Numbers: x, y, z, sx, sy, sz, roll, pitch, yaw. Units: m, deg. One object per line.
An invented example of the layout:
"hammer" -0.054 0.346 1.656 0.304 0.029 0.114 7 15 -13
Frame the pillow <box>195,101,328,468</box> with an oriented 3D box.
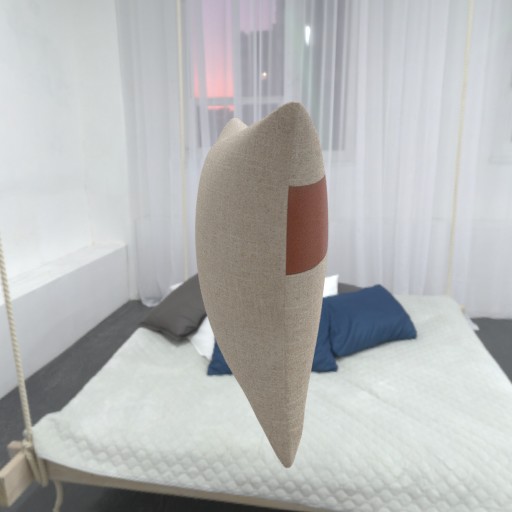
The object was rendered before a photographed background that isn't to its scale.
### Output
"pillow" 0.000 0.000 0.645 0.173 0.399 0.414 -3 15 -10
